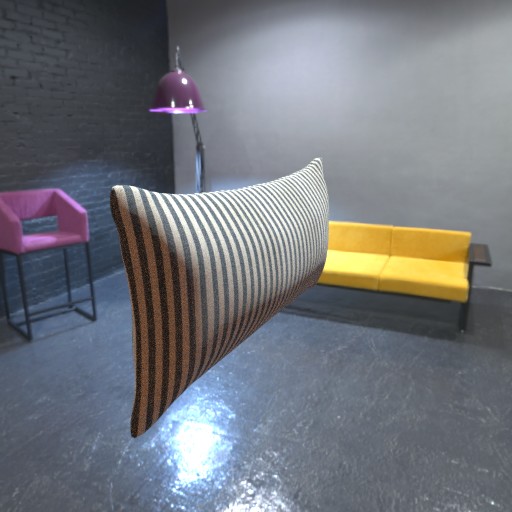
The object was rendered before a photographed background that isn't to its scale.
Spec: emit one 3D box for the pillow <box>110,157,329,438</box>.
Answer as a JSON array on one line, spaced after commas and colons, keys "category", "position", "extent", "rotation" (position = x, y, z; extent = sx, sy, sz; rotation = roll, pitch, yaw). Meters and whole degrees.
[{"category": "pillow", "position": [0.000, 0.000, 0.739], "extent": [0.151, 0.295, 0.617], "rotation": [8, 17, 26]}]
